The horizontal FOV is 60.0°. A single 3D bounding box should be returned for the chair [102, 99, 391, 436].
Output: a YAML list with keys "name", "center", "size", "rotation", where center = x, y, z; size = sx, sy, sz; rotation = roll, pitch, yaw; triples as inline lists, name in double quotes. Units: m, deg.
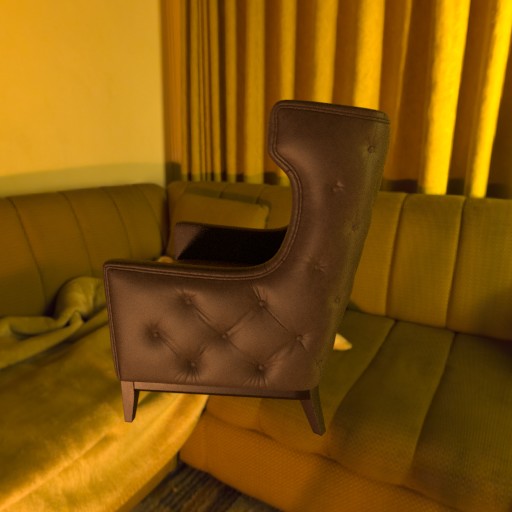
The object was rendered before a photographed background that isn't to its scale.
- name: "chair"
  center: [0.000, 0.000, 1.700]
  size: [0.899, 1.079, 0.769]
  rotation: [2, 15, 9]
